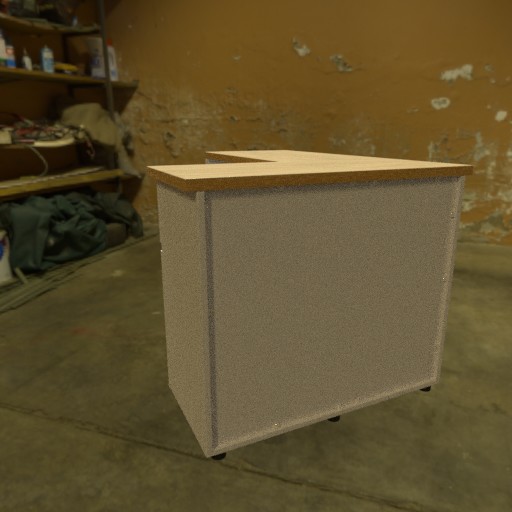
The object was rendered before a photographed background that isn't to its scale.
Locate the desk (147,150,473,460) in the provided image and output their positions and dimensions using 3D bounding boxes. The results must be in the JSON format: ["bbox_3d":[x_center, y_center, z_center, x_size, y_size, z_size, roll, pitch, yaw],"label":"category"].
[{"bbox_3d":[0.000,0.000,1.765,0.900,0.760,1.170,-7,17,-24],"label":"desk"}]
